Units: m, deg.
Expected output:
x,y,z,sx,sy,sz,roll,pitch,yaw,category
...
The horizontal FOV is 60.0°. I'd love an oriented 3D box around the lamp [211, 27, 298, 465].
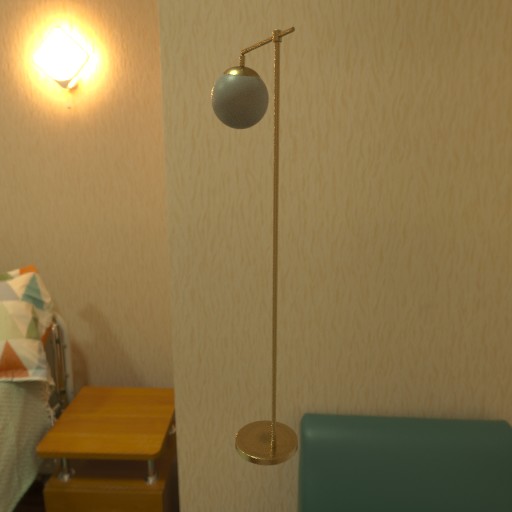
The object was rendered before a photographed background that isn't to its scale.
x,y,z,sx,sy,sz,roll,pitch,yaw,category
0.000,0.000,1.681,0.249,1.505,0.476,-7,14,-27,lamp
